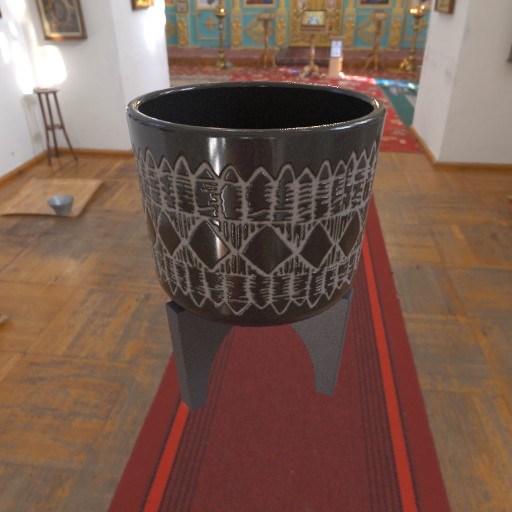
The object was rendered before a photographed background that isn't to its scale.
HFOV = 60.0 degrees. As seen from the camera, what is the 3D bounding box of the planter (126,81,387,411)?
[{"bbox_3d":[0.000,0.000,0.525,0.251,0.355,0.251,-21,36,-32],"label":"planter"}]
